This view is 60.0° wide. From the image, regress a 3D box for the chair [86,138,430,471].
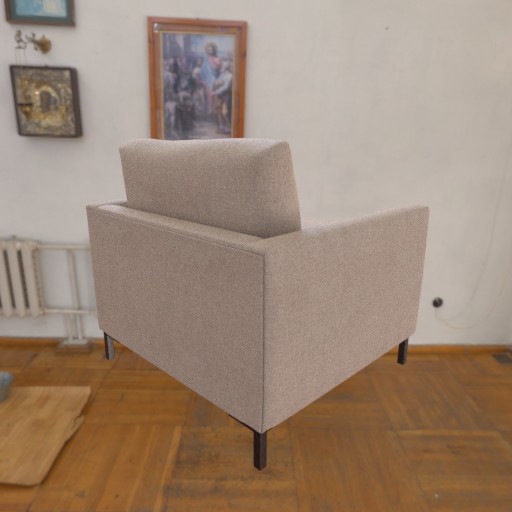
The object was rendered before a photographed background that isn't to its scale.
[{"bbox_3d":[0.000,0.000,1.658,0.866,0.861,0.963,-15,22,-43],"label":"chair"}]
